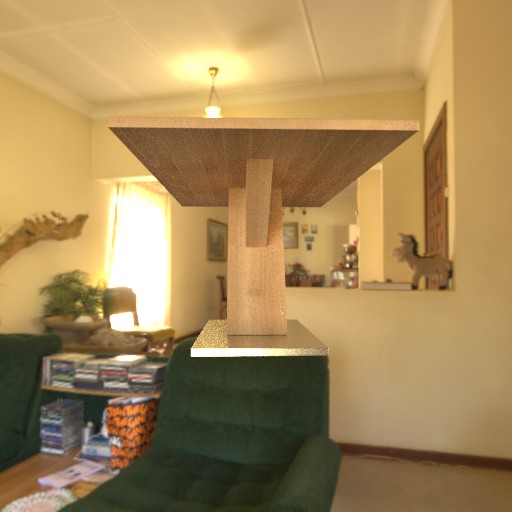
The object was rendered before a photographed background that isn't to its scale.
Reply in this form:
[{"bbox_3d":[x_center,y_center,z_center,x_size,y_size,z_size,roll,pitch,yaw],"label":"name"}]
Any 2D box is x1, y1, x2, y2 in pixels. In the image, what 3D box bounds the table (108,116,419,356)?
[{"bbox_3d":[0.000,0.000,2.067,0.900,0.750,1.600,0,-2,-2],"label":"table"}]
